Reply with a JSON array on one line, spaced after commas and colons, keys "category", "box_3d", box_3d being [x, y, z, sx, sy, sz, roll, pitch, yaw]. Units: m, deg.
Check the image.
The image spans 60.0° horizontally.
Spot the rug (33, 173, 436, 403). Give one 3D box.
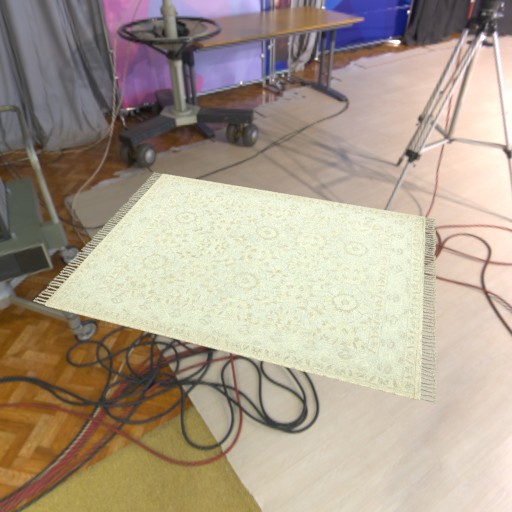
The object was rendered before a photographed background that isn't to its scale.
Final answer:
[{"category": "rug", "box_3d": [0.000, 0.000, 2.286, 1.771, 0.015, 1.223, 11, 42, 13]}]
